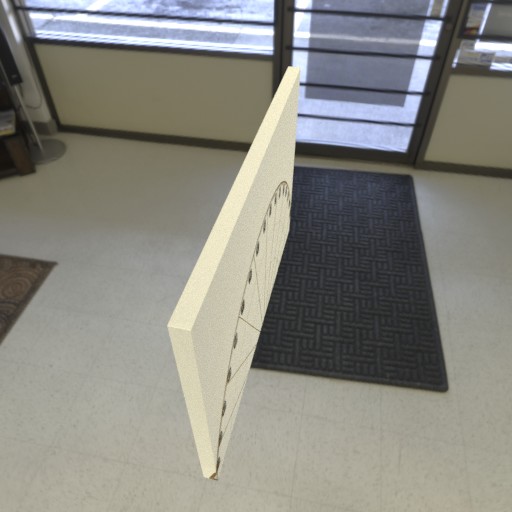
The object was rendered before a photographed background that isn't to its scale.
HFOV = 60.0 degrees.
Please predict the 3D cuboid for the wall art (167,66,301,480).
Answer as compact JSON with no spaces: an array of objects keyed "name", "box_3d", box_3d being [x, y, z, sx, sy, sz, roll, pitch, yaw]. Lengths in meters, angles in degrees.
[{"name":"wall art","box_3d":[0.000,0.000,1.129,0.038,0.601,0.898,10,46,10]}]
